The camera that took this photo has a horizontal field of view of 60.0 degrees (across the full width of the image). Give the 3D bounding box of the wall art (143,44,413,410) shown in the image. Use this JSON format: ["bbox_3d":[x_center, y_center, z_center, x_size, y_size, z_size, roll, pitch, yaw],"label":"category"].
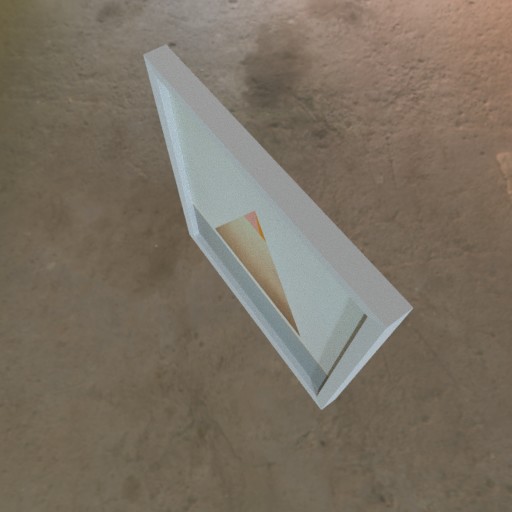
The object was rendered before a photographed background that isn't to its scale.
[{"bbox_3d":[0.000,0.000,1.966,0.098,1.291,1.289,-32,67,-16],"label":"wall art"}]
